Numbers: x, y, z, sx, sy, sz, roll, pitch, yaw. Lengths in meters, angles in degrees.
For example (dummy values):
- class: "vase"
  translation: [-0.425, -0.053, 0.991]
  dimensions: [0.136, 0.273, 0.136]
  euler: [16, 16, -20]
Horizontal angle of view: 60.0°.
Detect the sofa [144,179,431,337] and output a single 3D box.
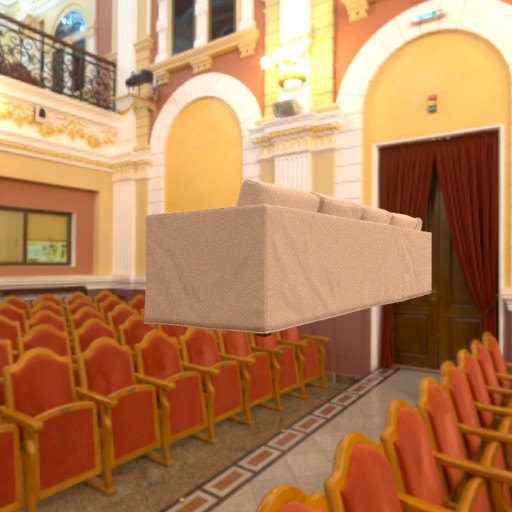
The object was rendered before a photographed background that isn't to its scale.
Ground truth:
- class: "sofa"
  translation: [0.000, 0.000, 4.223]
  dimensions: [2.432, 0.871, 3.182]
  euler: [0, 0, 36]
